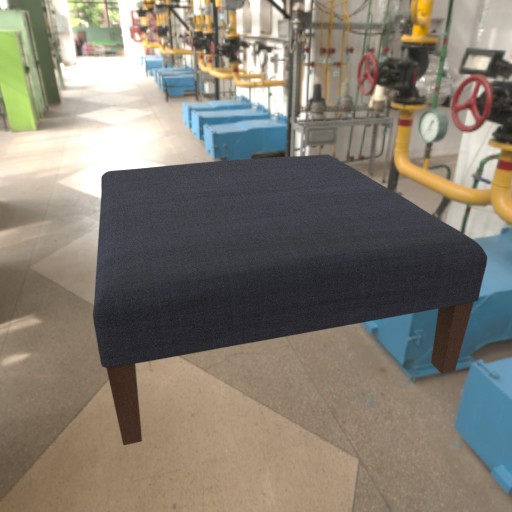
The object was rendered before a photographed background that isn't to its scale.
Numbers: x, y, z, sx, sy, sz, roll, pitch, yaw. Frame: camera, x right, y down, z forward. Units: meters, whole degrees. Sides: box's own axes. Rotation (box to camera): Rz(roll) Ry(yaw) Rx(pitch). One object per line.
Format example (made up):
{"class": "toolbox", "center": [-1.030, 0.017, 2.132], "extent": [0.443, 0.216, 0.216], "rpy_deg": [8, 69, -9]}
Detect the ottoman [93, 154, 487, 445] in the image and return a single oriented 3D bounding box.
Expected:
{"class": "ottoman", "center": [0.000, 0.000, 1.369], "extent": [0.890, 0.411, 0.889], "rpy_deg": [-7, 28, -14]}
